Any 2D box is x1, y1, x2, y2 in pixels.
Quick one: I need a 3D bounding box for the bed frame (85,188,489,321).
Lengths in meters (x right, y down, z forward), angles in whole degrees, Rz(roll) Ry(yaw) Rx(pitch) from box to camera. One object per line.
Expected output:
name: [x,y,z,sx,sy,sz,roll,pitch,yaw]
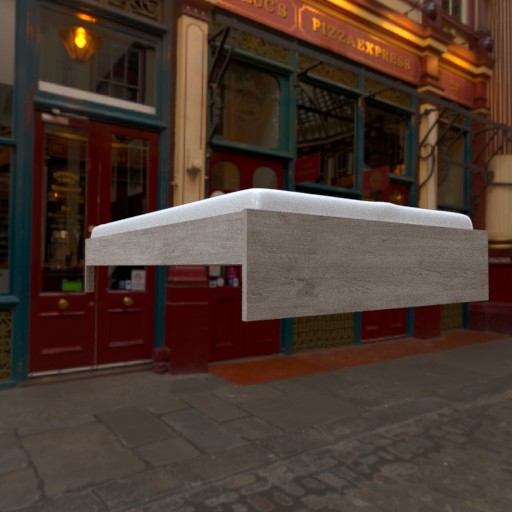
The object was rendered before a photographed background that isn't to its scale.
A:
bed frame: [0.000,0.000,2.598,1.490,0.462,1.950,1,-2,-36]
